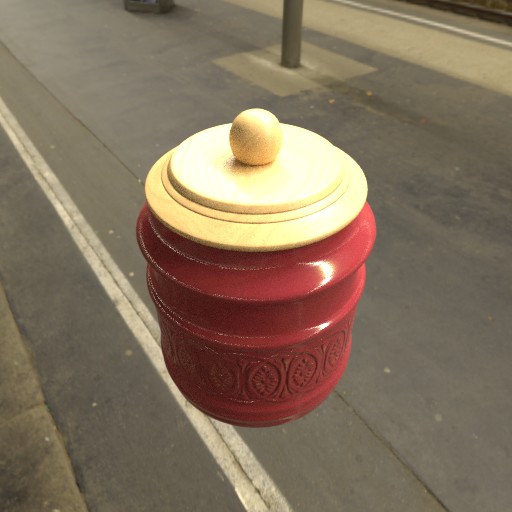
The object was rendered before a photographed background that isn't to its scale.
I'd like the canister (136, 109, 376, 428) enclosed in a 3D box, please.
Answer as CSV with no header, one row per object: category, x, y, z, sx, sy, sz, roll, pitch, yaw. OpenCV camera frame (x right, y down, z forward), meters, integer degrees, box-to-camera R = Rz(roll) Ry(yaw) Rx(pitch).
canister,0.000,0.000,0.263,0.130,0.176,0.130,0,41,0
